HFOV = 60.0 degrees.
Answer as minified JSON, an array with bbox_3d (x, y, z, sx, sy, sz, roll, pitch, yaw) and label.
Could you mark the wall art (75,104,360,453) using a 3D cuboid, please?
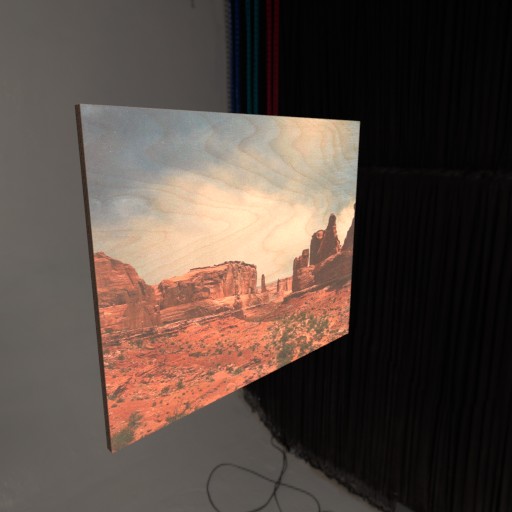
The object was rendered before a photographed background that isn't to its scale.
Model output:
[{"bbox_3d":[0.000,0.000,0.670,0.508,0.406,0.013,-14,20,-43],"label":"wall art"}]
